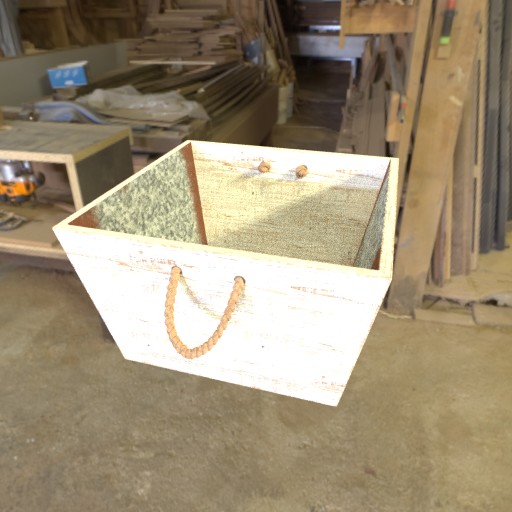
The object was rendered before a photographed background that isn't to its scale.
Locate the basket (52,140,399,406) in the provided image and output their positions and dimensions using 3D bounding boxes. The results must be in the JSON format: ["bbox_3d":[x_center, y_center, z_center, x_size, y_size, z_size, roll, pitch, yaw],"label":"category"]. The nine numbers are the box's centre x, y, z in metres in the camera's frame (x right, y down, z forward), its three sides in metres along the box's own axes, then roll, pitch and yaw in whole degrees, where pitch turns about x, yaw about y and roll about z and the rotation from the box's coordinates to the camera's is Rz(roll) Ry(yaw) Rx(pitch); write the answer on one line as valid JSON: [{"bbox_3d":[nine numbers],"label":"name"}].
[{"bbox_3d":[0.000,0.000,0.738,0.413,0.247,0.545,9,31,14],"label":"basket"}]
